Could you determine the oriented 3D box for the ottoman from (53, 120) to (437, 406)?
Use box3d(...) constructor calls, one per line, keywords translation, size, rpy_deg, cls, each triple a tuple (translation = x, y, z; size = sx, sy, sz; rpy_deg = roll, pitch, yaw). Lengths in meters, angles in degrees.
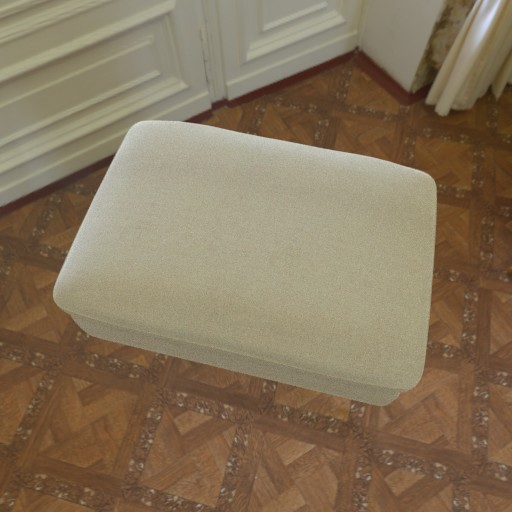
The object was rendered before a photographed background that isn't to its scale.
box3d(translation=(0.000, 0.000, 1.377), size=(0.984, 0.453, 0.686), rpy_deg=(12, 64, 6), cls="ottoman")
